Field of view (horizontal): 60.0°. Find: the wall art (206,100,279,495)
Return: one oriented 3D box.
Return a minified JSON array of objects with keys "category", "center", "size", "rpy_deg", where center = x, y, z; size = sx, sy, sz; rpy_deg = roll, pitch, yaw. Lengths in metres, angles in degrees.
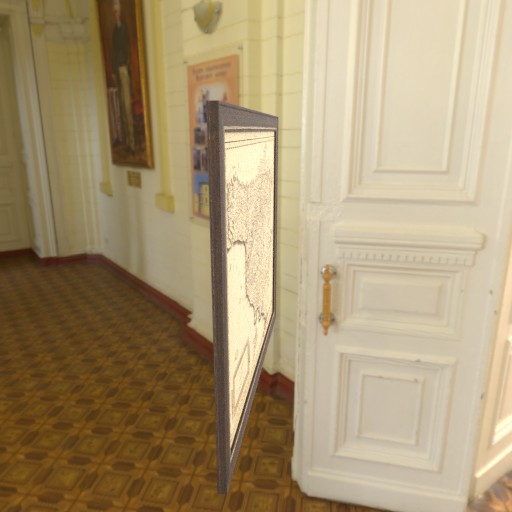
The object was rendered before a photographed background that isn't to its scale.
[{"category":"wall art","center":[0.000,0.000,1.413],"size":[0.023,0.875,1.033],"rpy_deg":[2,16,8]}]
